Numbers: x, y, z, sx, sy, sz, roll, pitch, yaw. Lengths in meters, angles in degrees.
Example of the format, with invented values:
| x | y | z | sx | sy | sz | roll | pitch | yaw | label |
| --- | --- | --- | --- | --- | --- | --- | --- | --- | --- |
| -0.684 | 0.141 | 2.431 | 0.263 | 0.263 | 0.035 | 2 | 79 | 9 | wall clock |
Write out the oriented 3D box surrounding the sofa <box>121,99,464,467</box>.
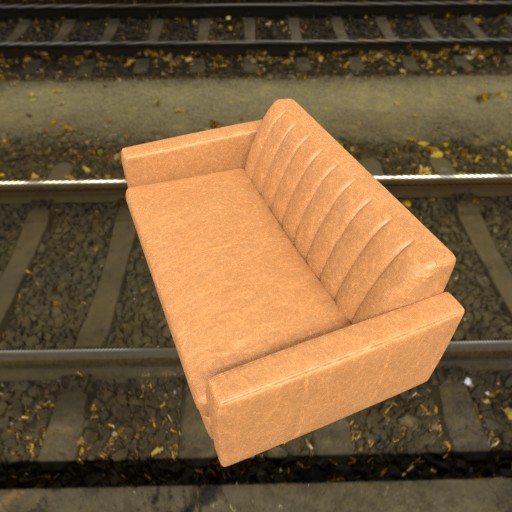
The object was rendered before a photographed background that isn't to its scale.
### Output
| x | y | z | sx | sy | sz | roll | pitch | yaw | label |
| --- | --- | --- | --- | --- | --- | --- | --- | --- | --- |
| 0.000 | 0.000 | 2.071 | 0.960 | 0.820 | 1.549 | -16 | 47 | -16 | sofa |
